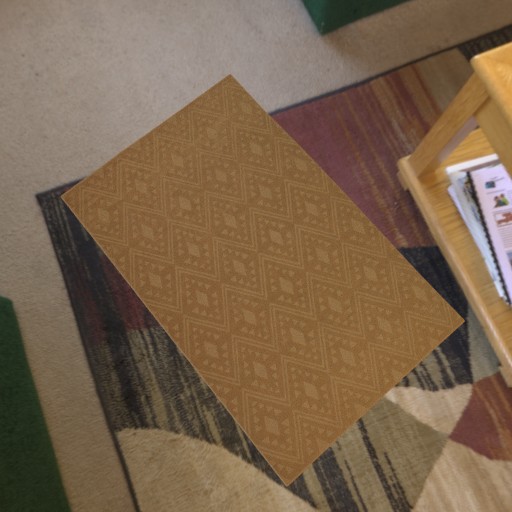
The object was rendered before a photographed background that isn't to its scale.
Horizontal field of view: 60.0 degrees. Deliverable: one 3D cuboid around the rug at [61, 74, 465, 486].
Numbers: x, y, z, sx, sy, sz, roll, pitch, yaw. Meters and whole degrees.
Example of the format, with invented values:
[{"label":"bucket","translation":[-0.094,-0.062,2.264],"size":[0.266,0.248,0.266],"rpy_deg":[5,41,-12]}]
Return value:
[{"label":"rug","translation":[0.000,0.000,3.011],"size":[1.553,0.053,2.430],"rpy_deg":[-39,79,-9]}]
